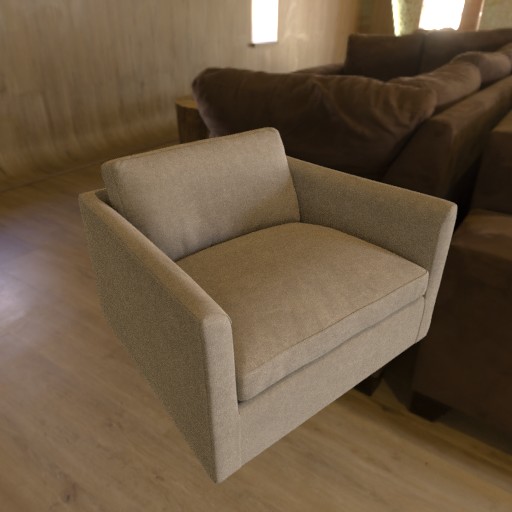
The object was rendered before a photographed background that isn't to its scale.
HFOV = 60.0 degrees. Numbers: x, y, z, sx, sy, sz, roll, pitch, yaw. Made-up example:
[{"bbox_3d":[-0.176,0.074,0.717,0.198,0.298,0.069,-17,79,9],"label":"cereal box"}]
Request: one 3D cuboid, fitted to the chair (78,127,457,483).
[{"bbox_3d":[0.000,0.000,1.861,1.190,0.845,1.091,-21,35,-34],"label":"chair"}]
